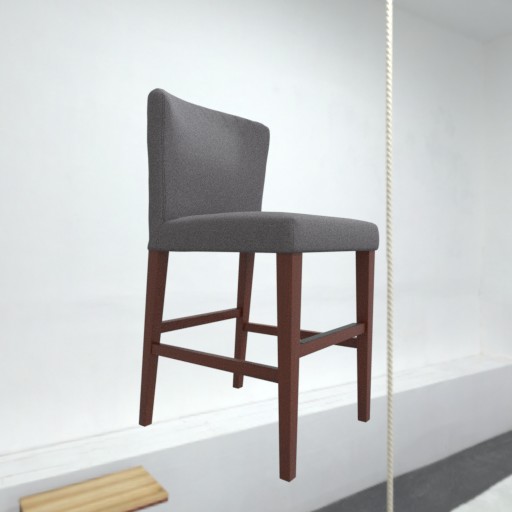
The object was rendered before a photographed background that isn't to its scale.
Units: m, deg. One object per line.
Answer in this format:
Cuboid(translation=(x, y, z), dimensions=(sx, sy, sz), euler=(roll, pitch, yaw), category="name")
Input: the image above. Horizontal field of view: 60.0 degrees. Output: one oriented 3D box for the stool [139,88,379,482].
Cuboid(translation=(0.000, 0.000, 1.277), dimensions=(0.568, 0.968, 0.481), euler=(1, 2, 37), category="stool")
